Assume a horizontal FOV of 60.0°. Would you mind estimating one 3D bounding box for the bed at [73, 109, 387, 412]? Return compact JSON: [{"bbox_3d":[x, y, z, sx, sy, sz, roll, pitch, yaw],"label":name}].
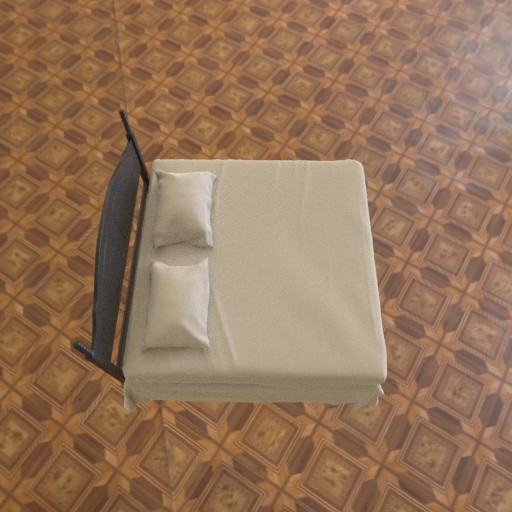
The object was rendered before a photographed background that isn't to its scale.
[{"bbox_3d":[0.000,0.000,3.670,2.219,1.355,2.322,1,64,0],"label":"bed"}]
